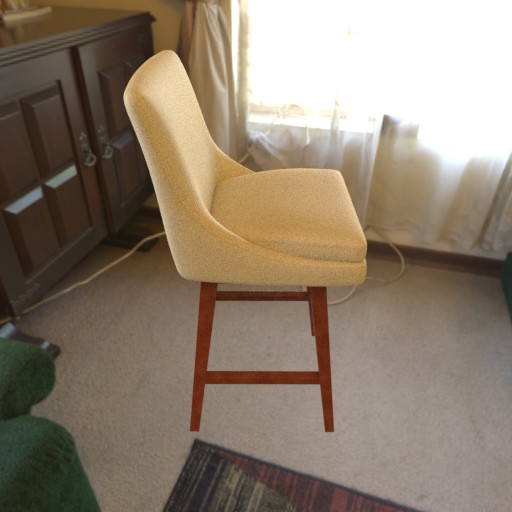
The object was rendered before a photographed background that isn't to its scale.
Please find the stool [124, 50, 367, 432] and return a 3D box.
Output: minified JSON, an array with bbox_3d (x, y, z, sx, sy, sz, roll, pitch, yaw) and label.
[{"bbox_3d":[0.000,0.000,1.347,0.559,1.092,0.470,0,35,0],"label":"stool"}]
